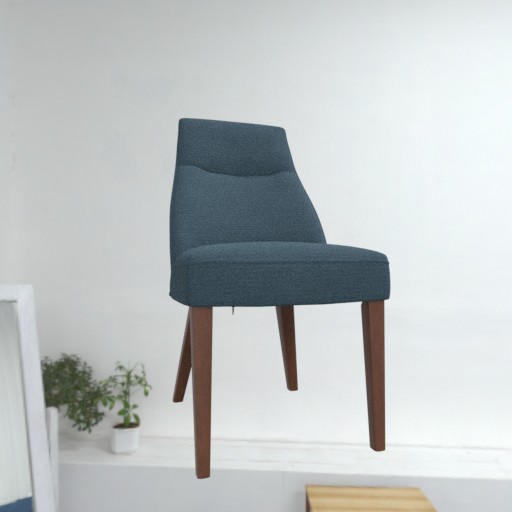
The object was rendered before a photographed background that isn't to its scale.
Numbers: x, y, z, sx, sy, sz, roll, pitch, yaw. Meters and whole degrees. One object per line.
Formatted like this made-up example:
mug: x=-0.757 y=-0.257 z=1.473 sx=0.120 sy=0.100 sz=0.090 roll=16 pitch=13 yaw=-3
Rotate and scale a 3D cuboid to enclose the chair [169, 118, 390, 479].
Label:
chair: x=0.000 y=0.000 z=1.281 sx=0.500 sy=0.930 sz=0.620 roll=0 pitch=0 yaw=-18
